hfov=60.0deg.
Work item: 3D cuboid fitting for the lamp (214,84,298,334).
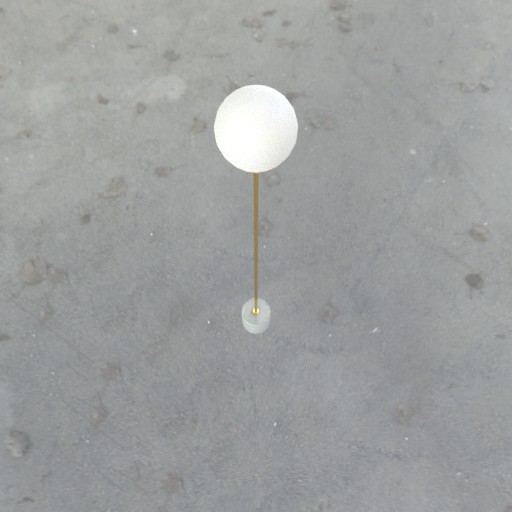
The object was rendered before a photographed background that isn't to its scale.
[{"bbox_3d":[0.000,0.000,1.871,0.224,1.753,0.224,32,68,15],"label":"lamp"}]
